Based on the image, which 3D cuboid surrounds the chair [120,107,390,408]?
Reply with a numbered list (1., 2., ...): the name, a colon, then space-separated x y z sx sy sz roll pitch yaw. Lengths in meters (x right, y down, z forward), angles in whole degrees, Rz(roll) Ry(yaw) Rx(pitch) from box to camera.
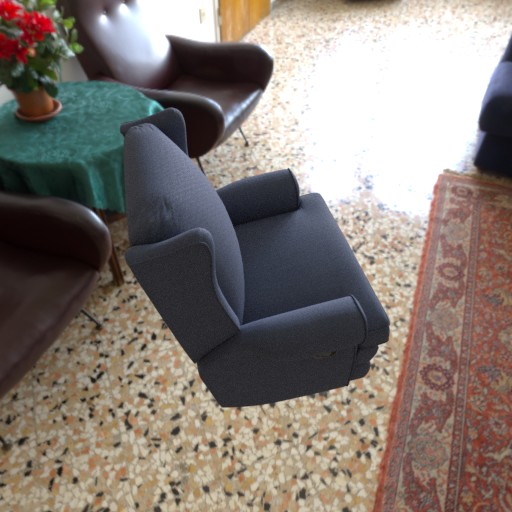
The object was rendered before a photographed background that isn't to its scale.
1. chair: 0.000 0.000 1.799 0.877 1.020 0.971 -10 47 -9
